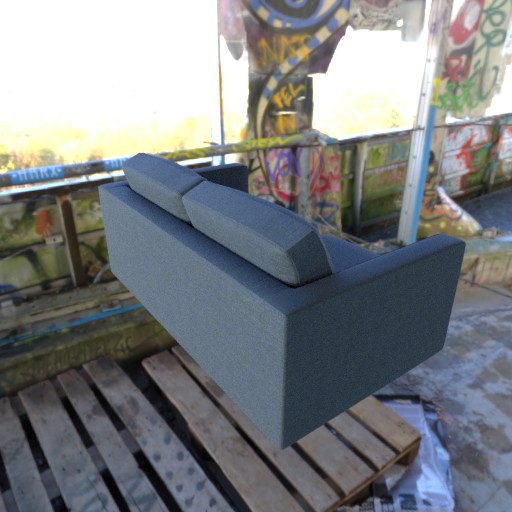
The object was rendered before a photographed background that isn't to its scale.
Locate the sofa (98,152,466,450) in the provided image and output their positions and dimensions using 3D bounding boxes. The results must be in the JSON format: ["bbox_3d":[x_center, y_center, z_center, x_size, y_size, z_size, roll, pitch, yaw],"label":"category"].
[{"bbox_3d":[0.000,0.000,2.261,0.999,0.907,1.659,-17,30,-32],"label":"sofa"}]
